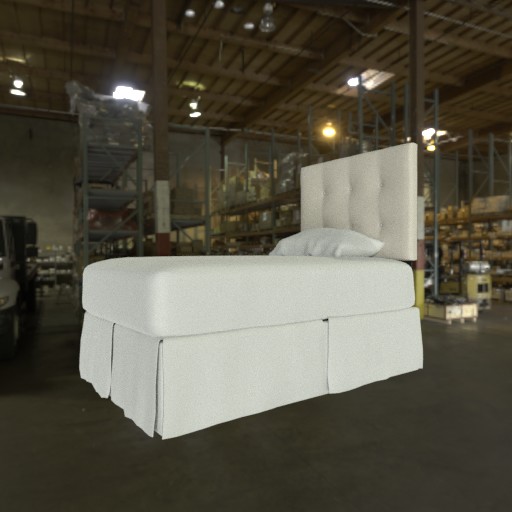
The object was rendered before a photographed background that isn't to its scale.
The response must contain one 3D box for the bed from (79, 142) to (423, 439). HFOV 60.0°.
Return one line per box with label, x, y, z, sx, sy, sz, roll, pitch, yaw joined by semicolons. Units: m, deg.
bed;0.000;0.000;2.949;1.997;1.571;1.261;0;0;-37
